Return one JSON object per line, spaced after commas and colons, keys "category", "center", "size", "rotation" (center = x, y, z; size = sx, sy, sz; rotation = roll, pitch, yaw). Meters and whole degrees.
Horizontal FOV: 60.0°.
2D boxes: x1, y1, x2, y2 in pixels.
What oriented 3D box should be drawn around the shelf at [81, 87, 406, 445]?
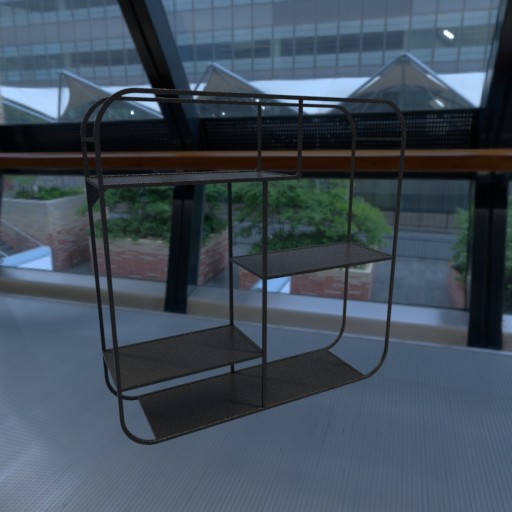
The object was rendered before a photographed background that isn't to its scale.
{"category": "shelf", "center": [0.000, 0.000, 0.891], "size": [0.600, 0.600, 0.160], "rotation": [-8, 17, -26]}
